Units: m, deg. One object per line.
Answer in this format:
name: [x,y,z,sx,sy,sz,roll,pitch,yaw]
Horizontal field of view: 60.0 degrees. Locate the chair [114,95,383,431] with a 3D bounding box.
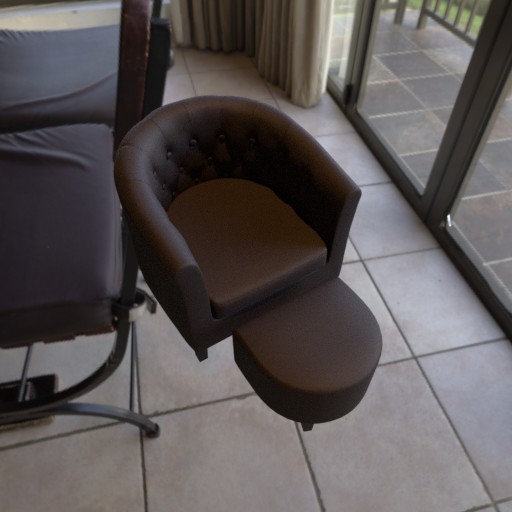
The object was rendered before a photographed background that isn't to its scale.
chair: [0.000,0.000,1.677,0.763,0.760,1.191,-25,52,-21]
